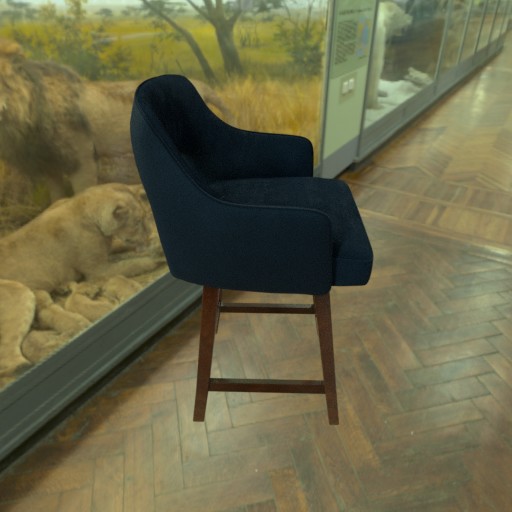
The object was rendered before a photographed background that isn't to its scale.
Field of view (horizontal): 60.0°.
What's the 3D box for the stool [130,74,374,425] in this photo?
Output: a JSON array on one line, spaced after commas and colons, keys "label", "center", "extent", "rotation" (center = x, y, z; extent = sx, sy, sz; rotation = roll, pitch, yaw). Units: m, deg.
[{"label": "stool", "center": [0.000, 0.000, 1.274], "extent": [0.560, 0.940, 0.550], "rotation": [1, 32, 1]}]
